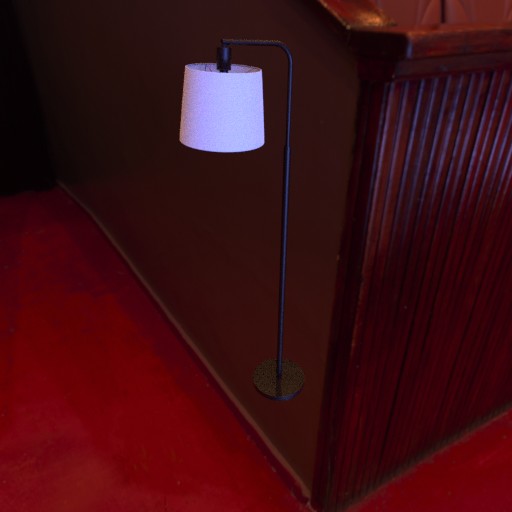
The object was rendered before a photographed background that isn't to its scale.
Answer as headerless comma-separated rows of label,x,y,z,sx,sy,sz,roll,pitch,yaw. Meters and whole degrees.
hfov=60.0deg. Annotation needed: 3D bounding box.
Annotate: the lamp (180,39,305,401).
lamp,0.000,0.000,1.659,0.508,1.478,0.254,-20,36,-29
